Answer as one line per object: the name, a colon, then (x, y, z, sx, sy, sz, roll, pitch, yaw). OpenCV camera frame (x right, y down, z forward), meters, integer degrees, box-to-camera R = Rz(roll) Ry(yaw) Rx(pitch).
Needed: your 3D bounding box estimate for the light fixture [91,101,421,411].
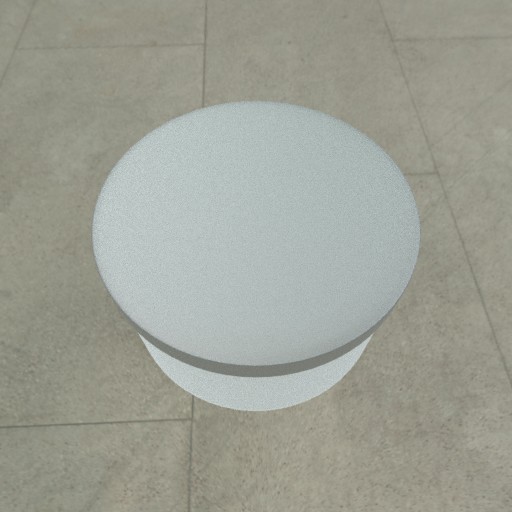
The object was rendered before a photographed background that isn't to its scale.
light fixture: (0.000, 0.000, 0.632, 0.393, 0.229, 0.393, 0, 58, 0)
